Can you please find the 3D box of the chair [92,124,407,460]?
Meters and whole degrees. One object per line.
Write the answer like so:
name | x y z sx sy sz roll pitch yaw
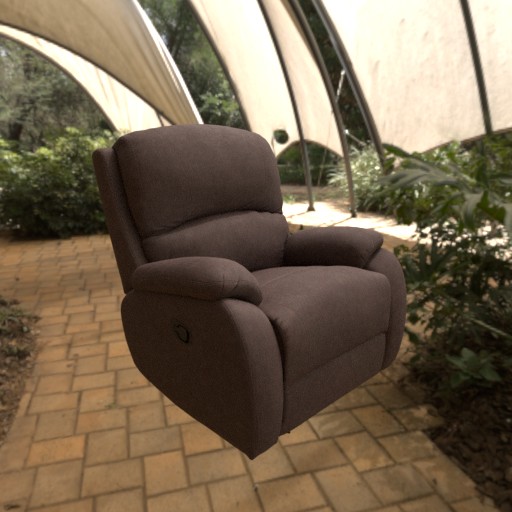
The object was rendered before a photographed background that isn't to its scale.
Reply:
chair | 0.000 0.000 1.746 0.899 1.011 0.930 14 20 43
